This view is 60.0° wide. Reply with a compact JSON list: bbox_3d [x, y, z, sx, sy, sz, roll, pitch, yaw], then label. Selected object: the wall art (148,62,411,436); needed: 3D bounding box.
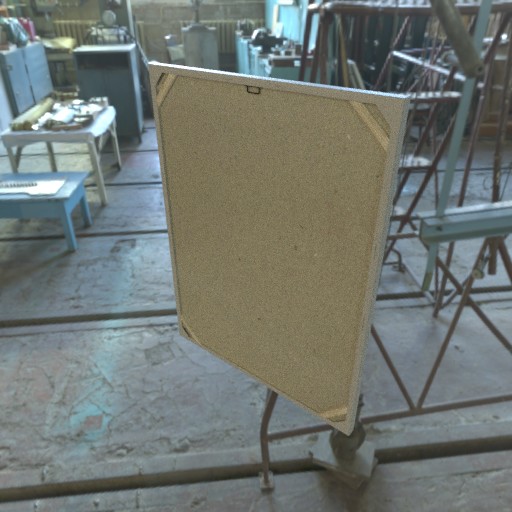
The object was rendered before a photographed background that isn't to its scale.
[{"bbox_3d":[0.000,0.000,1.599,0.914,1.212,0.038,22,37,32],"label":"wall art"}]
